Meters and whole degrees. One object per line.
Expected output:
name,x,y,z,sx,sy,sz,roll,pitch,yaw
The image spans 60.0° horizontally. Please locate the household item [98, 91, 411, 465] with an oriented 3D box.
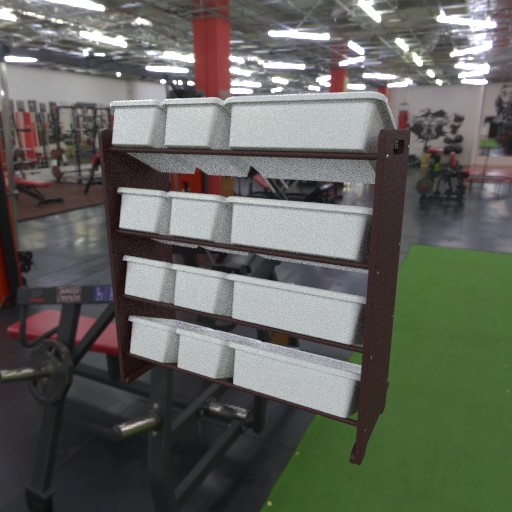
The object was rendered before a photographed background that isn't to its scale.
household item,0.000,0.000,1.303,0.787,0.864,0.389,8,18,27
